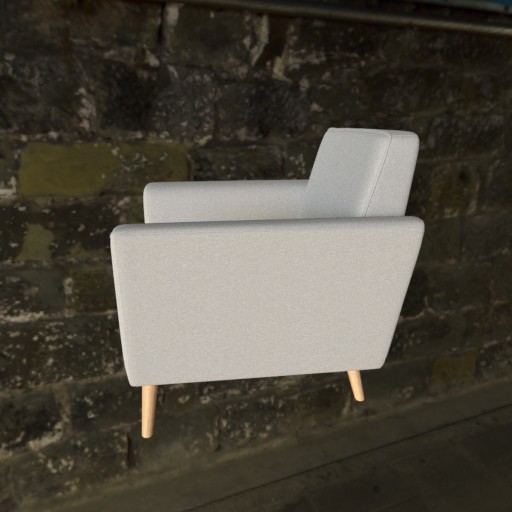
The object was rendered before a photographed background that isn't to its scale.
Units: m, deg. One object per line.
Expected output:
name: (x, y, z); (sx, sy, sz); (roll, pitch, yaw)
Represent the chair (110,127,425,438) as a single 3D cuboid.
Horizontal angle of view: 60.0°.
chair: (0.000, 0.000, 1.410); (0.750, 0.780, 0.780); (-2, 17, -7)
